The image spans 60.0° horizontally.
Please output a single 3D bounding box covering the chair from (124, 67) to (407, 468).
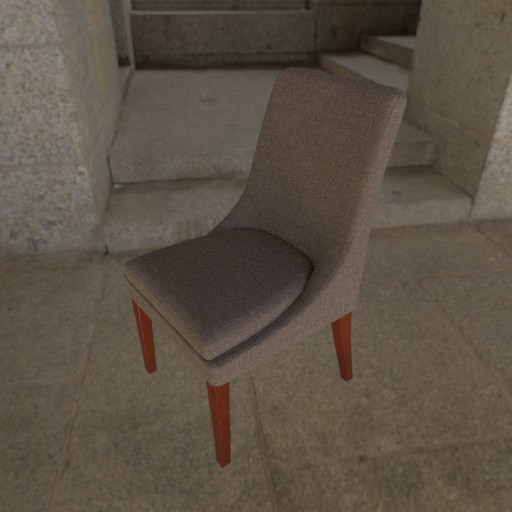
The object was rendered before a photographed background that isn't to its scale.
[{"bbox_3d":[0.000,0.000,1.334,0.655,0.952,0.508,-23,39,-32],"label":"chair"}]
